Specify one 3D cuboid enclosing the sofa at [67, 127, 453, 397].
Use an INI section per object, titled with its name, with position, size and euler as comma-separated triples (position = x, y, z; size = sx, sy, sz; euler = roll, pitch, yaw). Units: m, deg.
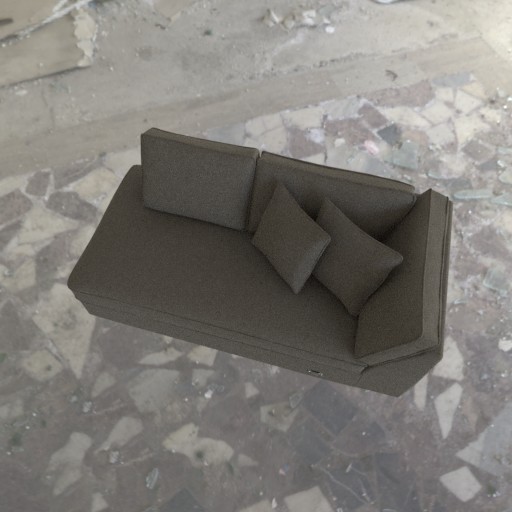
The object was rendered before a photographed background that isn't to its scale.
[sofa]
position = 0.000, 0.000, 2.879
size = 2.237, 1.033, 1.110
euler = 14, 59, 8
